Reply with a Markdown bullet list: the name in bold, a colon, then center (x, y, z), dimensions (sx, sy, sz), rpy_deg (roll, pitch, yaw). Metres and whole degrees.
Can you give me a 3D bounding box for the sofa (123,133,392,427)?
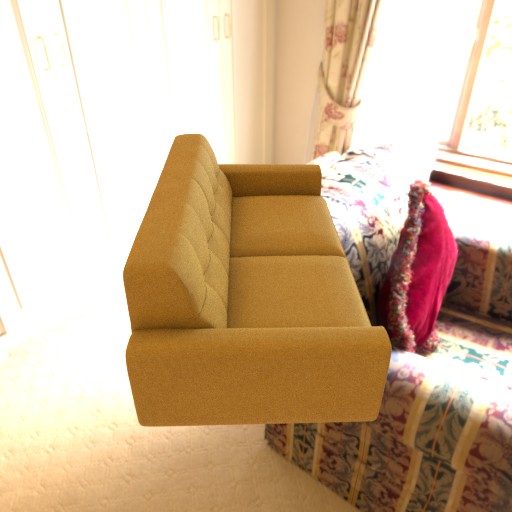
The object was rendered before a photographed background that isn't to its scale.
- **sofa**: center (0.000, 0.000, 2.198), dimensions (0.909, 0.841, 1.631), rpy_deg (-1, 33, -1)
